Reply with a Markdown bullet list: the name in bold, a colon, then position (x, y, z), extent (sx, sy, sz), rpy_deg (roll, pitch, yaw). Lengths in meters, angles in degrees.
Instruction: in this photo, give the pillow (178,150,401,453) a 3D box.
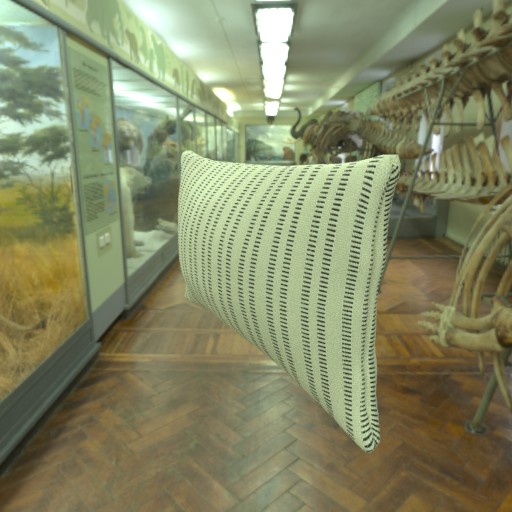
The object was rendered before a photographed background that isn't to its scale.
- **pillow**: position (0.000, 0.000, 0.768), extent (0.210, 0.353, 0.640), rpy_deg (-7, 16, -28)
